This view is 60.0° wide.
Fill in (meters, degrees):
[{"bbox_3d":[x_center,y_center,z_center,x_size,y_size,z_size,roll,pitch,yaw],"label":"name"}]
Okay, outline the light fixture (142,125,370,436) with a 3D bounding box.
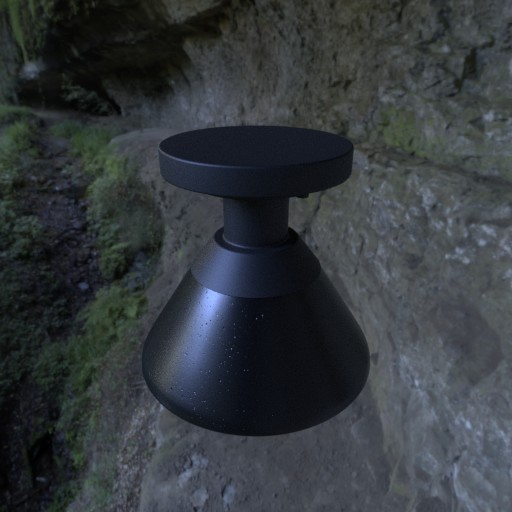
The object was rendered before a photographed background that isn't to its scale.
[{"bbox_3d":[0.000,0.000,0.360,0.200,0.183,0.200,0,26,0],"label":"light fixture"}]
